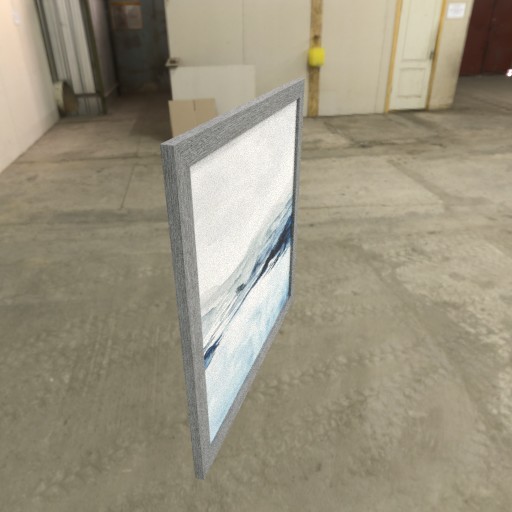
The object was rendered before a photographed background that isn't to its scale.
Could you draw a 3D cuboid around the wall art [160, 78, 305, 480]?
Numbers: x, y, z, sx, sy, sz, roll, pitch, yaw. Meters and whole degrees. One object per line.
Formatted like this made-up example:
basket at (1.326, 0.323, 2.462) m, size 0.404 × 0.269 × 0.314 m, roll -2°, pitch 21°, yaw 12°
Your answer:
wall art at (0.000, 0.000, 1.021) m, size 0.020 × 0.685 × 0.685 m, roll 10°, pitch 30°, yaw 17°
